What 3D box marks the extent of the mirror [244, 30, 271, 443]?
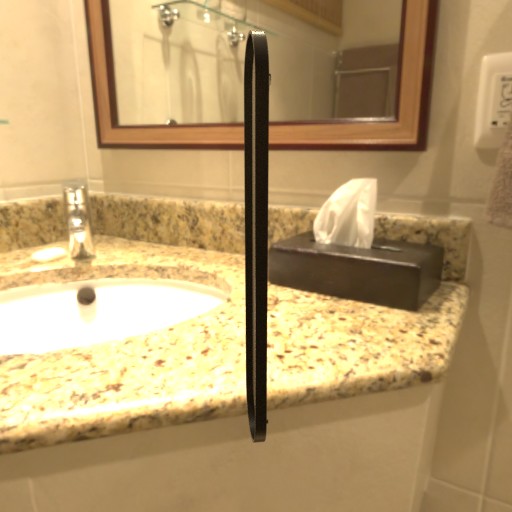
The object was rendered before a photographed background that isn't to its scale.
[{"bbox_3d":[0.000,0.000,1.074,0.032,0.991,0.222,-2,15,-7],"label":"mirror"}]
